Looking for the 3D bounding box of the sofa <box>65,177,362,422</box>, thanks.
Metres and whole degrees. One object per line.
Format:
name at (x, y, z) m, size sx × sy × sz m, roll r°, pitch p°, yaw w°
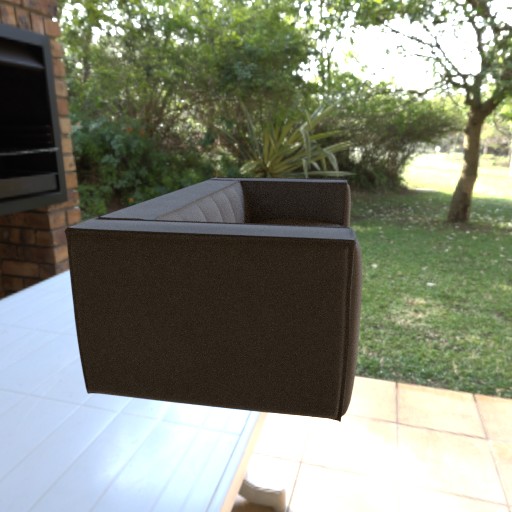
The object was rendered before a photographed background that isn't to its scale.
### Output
sofa at (0.000, 0.000, 2.429) m, size 1.038 × 0.680 × 1.995 m, roll 3°, pitch 15°, yaw 10°
